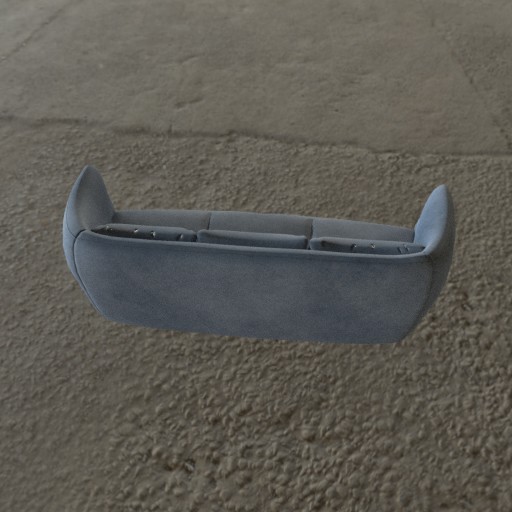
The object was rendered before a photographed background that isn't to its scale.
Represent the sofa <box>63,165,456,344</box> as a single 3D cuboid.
[{"bbox_3d":[0.000,0.000,2.482,2.095,0.795,0.849,4,46,4],"label":"sofa"}]
